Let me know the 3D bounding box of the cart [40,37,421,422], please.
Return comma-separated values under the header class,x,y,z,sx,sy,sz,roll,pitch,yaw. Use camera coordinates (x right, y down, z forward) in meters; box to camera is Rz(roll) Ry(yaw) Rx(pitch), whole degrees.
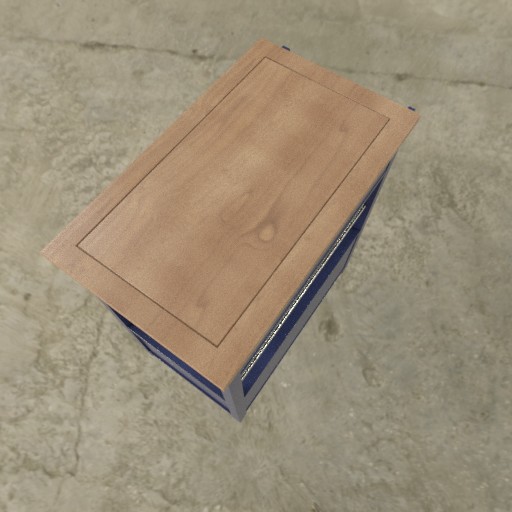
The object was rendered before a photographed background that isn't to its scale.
class,x,y,z,sx,sy,sz,roll,pitch,yaw
cart,0.000,0.000,1.374,0.459,0.901,0.840,33,68,15
